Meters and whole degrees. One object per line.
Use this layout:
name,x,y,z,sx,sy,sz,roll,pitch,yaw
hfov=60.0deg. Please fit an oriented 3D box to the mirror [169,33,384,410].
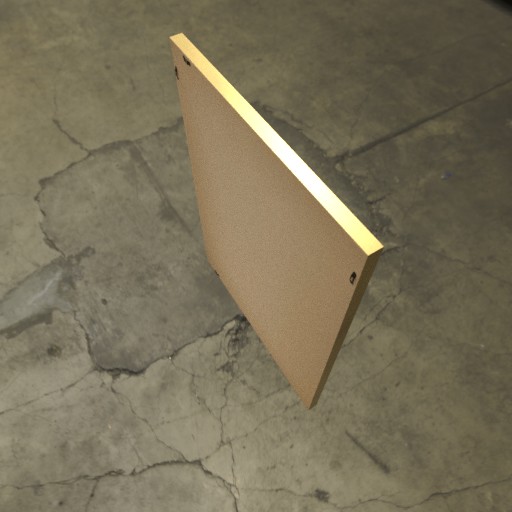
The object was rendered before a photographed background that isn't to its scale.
mirror,0.000,0.000,1.349,0.040,1.016,0.762,-28,61,-17
